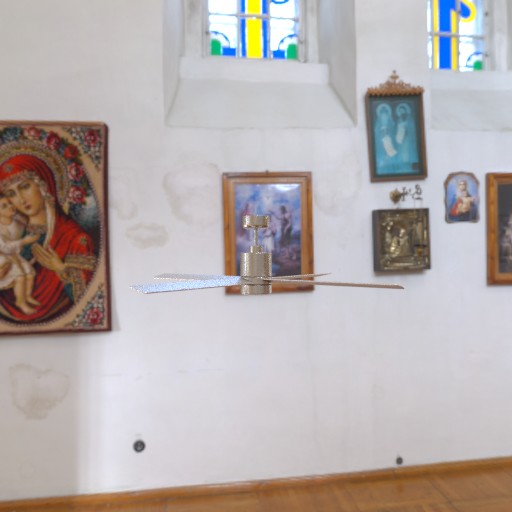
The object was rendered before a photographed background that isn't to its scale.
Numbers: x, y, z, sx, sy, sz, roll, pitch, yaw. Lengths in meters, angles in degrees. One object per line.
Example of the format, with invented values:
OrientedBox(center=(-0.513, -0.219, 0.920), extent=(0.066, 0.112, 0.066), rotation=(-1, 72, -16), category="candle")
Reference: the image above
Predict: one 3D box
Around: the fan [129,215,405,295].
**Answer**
OrientedBox(center=(0.000, 0.000, 1.998), extent=(1.322, 0.355, 1.322), rotation=(0, 0, 37), category="fan")
